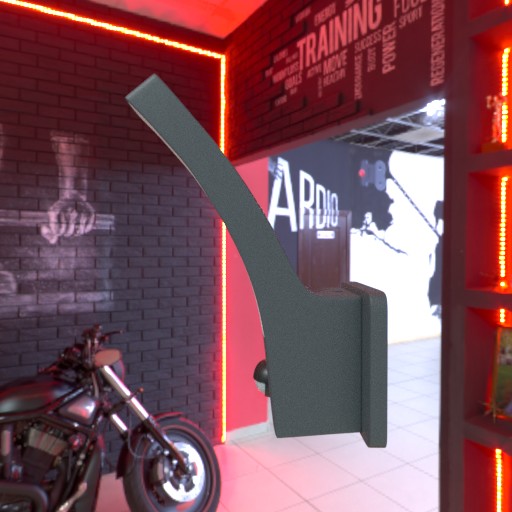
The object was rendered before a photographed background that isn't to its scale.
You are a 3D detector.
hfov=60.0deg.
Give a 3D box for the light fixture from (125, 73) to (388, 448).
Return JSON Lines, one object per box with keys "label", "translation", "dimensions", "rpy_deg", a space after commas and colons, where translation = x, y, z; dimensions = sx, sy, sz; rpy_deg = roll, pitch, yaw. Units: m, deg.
{"label": "light fixture", "translation": [0.000, 0.000, 0.328], "dimensions": [0.174, 0.243, 0.108], "rpy_deg": [0, 1, 1]}
